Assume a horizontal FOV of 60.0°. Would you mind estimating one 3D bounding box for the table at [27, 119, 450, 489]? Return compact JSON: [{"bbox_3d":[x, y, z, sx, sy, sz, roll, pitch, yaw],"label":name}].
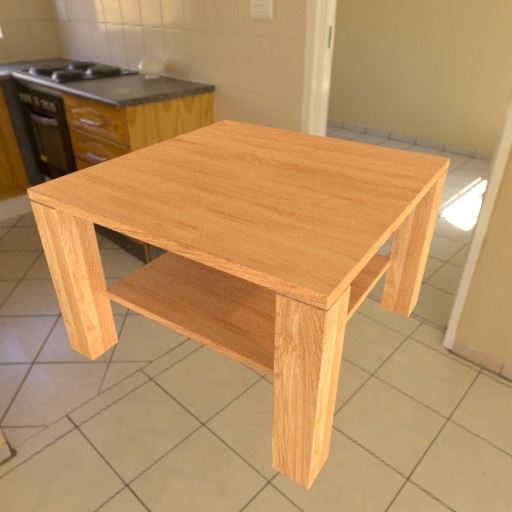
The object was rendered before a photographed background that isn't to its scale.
[{"bbox_3d":[0.000,0.000,1.136,0.700,0.450,0.700,19,36,28],"label":"table"}]
